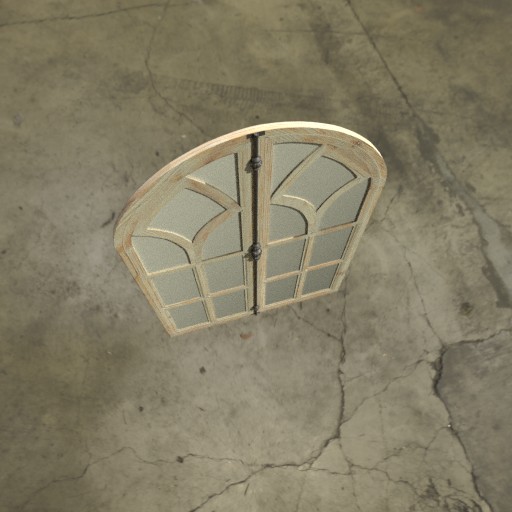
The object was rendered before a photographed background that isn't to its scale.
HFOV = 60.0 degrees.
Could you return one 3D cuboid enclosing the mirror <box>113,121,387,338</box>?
[{"bbox_3d":[0.000,0.000,1.139,0.609,0.915,0.032,-15,65,-7],"label":"mirror"}]
